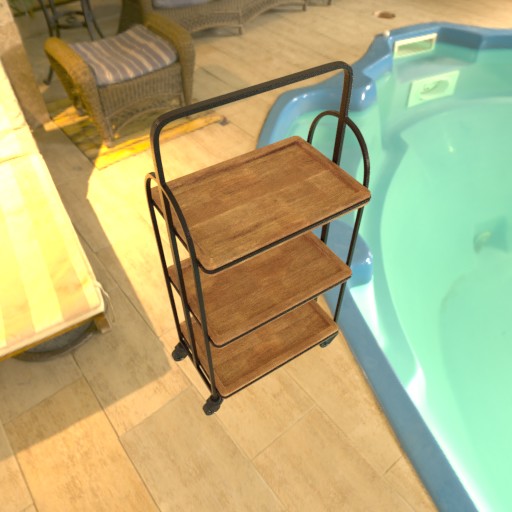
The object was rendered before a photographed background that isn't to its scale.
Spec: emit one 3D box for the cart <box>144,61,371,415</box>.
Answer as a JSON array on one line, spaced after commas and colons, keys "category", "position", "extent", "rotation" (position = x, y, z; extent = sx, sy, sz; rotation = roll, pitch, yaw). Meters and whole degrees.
[{"category": "cart", "position": [0.000, 0.000, 1.260], "extent": [0.553, 1.001, 0.327], "rotation": [-25, 52, -22]}]
